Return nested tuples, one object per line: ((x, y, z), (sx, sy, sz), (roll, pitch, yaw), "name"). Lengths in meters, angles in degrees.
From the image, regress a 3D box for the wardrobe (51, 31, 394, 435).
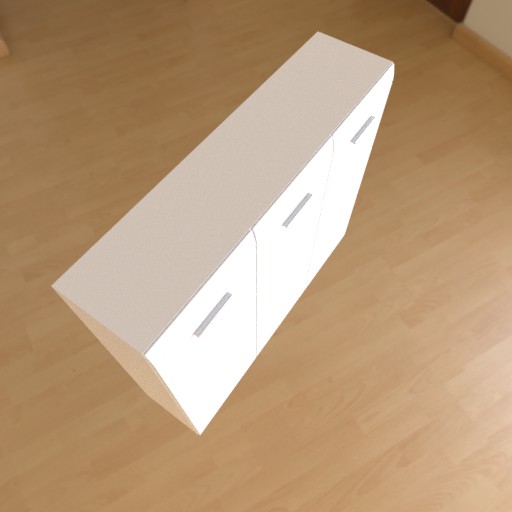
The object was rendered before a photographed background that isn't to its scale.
((0.000, 0.000, 1.894), (0.360, 1.200, 1.340), (31, 64, 17), "wardrobe")
